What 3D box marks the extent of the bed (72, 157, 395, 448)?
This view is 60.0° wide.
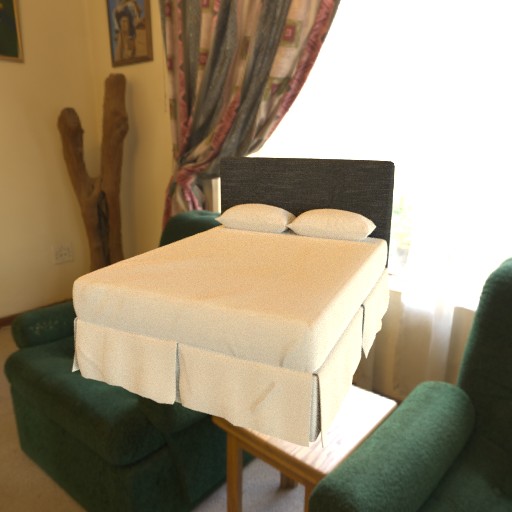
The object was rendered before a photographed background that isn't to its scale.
[{"bbox_3d":[0.000,0.000,3.282,1.723,1.330,2.142,7,17,24],"label":"bed"}]
